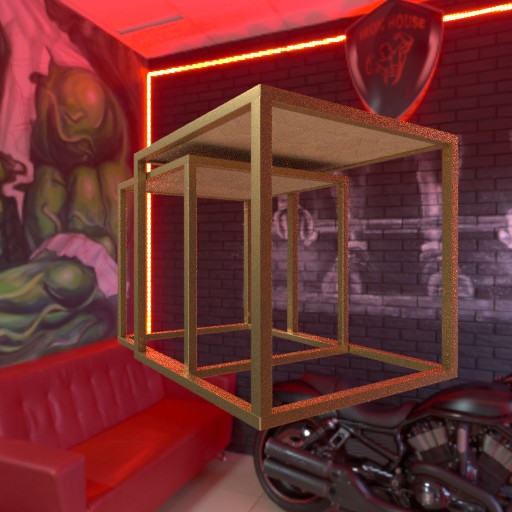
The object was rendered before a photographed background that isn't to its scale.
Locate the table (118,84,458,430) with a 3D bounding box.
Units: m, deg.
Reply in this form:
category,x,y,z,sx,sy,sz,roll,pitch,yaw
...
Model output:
category,x,y,z,sx,sy,sz,roll,pitch,yaw
table,0.000,0.000,1.098,0.505,0.505,0.762,0,0,-34
